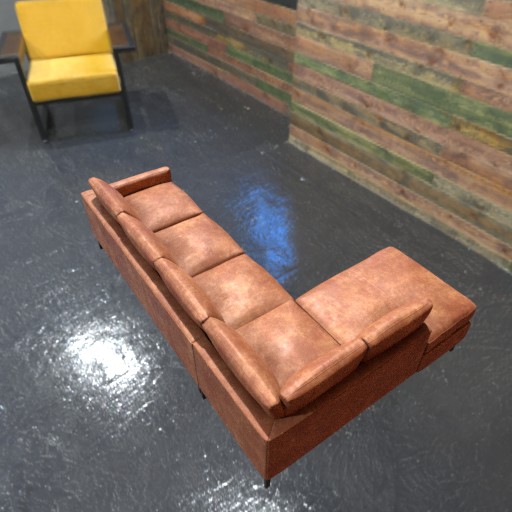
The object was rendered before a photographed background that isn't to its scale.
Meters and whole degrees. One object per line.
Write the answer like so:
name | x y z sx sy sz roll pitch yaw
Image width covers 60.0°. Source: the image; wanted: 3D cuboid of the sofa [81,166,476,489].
sofa | 0.000 0.000 3.799 1.938 0.877 2.984 -25 47 -26
